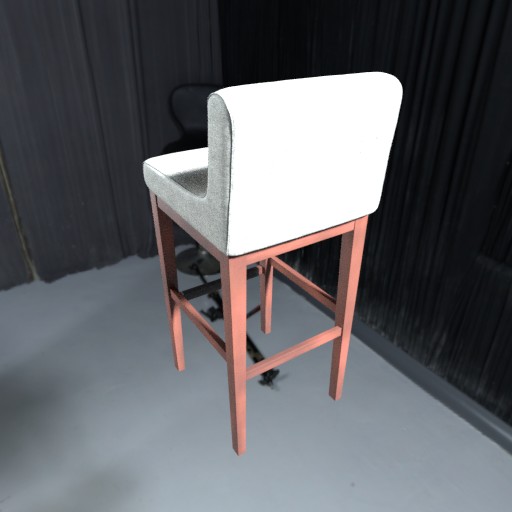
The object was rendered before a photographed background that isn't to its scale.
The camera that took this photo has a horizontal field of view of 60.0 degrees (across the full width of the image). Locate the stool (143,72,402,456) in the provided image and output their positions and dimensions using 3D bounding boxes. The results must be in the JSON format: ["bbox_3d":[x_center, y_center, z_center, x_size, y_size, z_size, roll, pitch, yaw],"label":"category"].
[{"bbox_3d":[0.000,0.000,1.223,0.426,0.965,0.499,-18,34,-29],"label":"stool"}]
